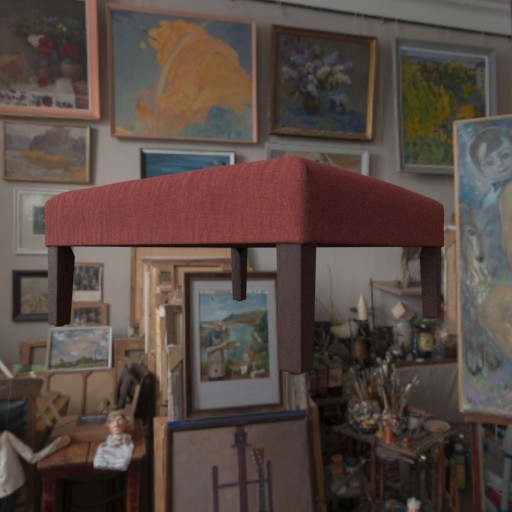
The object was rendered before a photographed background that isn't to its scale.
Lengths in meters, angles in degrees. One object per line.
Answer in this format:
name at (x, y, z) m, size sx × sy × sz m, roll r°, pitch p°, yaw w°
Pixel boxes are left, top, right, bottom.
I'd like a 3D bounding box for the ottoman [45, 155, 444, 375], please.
ottoman at (0.000, 0.000, 1.377) m, size 0.889 × 0.411 × 0.890 m, roll 1°, pitch 1°, yaw 38°
